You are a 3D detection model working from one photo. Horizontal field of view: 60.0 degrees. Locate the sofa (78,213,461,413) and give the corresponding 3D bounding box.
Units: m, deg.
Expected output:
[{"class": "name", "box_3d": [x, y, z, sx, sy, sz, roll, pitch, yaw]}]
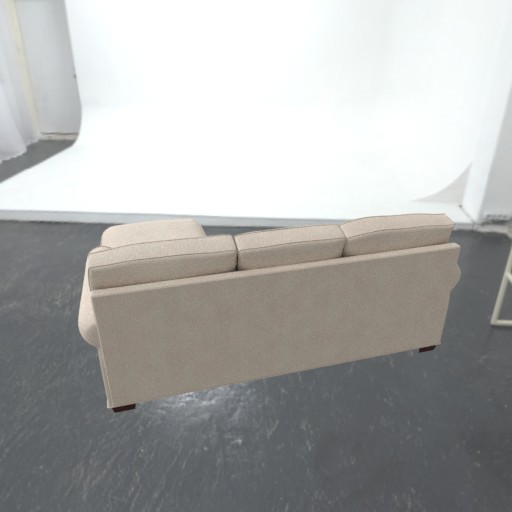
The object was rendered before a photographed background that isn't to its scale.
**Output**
[{"class": "sofa", "box_3d": [0.000, 0.000, 2.458, 1.770, 0.734, 1.226, -7, 28, -14]}]
